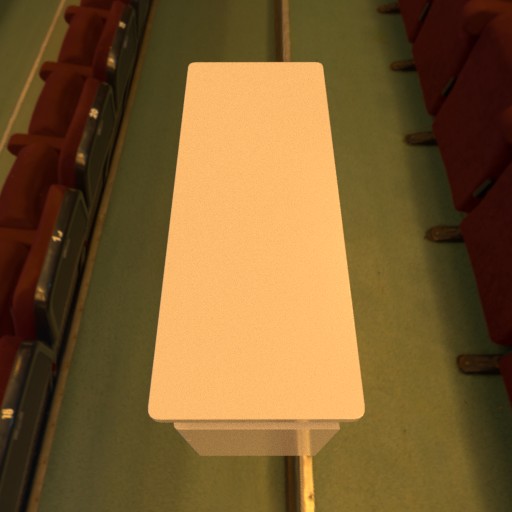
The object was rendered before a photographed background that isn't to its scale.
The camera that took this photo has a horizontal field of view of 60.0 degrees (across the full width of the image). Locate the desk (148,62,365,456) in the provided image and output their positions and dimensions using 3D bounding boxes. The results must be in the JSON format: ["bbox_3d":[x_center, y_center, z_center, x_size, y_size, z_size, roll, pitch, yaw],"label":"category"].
[{"bbox_3d":[0.000,0.000,1.792,0.550,0.762,1.400,0,59,0],"label":"desk"}]
